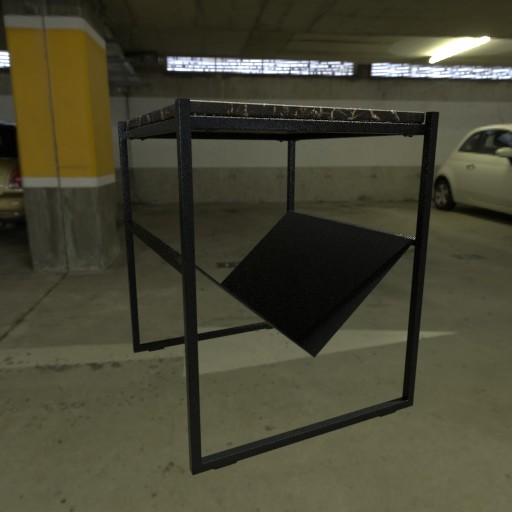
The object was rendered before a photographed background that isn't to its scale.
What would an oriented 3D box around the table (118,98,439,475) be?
[{"bbox_3d":[0.000,0.000,0.890,0.432,0.534,0.469,-6,14,-25],"label":"table"}]
